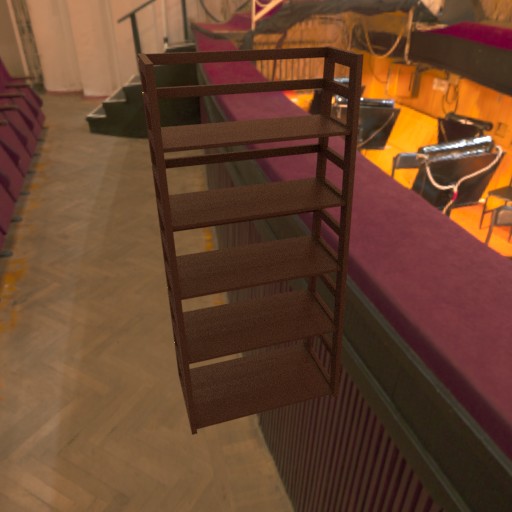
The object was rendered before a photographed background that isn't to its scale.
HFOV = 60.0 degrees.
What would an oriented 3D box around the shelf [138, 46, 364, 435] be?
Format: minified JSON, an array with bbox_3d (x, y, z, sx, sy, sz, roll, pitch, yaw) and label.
[{"bbox_3d":[0.000,0.000,1.934,0.763,1.600,0.403,-9,33,-15],"label":"shelf"}]
